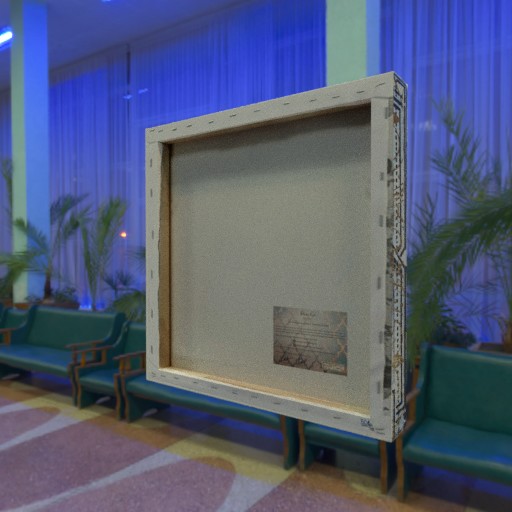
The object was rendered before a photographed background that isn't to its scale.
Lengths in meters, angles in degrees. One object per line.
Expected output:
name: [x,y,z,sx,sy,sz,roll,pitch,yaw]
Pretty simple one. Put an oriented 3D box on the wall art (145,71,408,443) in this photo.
wall art: [0.000,0.000,0.466,0.302,0.306,0.038,1,1,35]
